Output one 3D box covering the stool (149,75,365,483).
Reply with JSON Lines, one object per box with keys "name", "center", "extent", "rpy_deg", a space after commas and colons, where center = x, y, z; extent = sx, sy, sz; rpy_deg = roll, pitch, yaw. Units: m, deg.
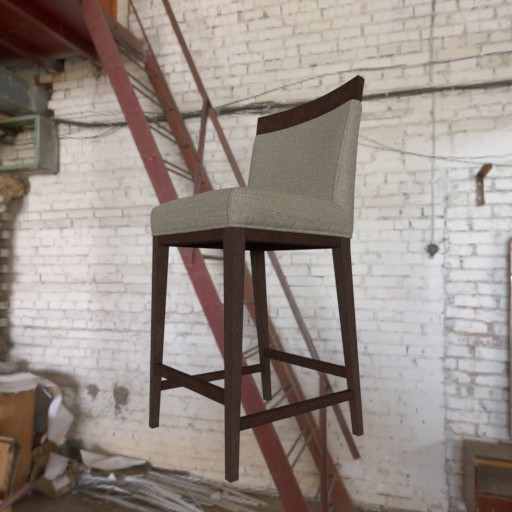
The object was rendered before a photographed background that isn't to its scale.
{"name": "stool", "center": [0.000, 0.000, 1.433], "extent": [0.531, 1.117, 0.511], "rpy_deg": [1, -1, -38]}
